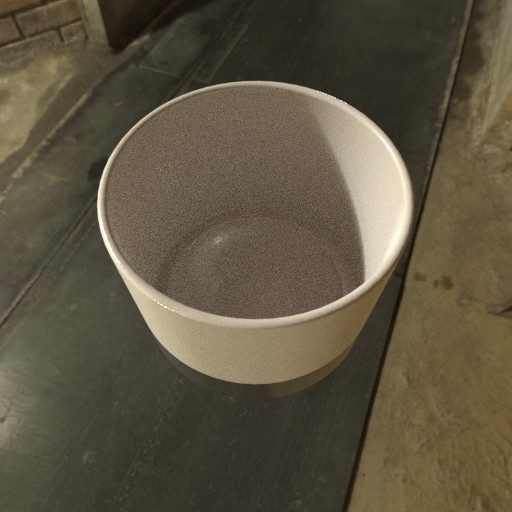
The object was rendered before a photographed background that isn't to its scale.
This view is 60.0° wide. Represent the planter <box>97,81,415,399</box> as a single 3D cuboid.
[{"bbox_3d":[0.000,0.000,0.348,0.193,0.177,0.193,0,59,0],"label":"planter"}]
